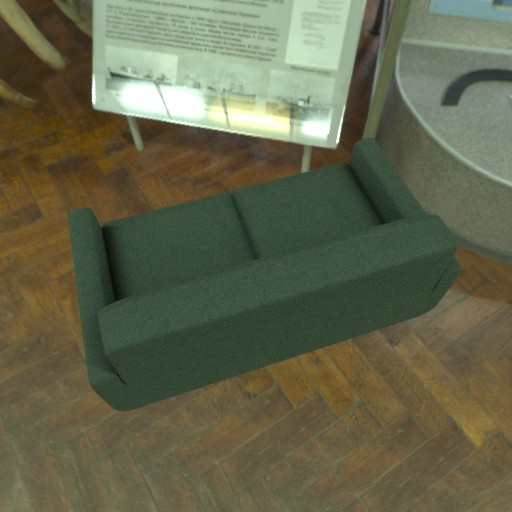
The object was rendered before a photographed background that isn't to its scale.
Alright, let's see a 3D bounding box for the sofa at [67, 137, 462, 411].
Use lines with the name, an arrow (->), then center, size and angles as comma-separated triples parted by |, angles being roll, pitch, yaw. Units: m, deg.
sofa -> 0.000, 0.000, 2.159 | 1.631, 0.841, 0.909 | -16, 59, -10
